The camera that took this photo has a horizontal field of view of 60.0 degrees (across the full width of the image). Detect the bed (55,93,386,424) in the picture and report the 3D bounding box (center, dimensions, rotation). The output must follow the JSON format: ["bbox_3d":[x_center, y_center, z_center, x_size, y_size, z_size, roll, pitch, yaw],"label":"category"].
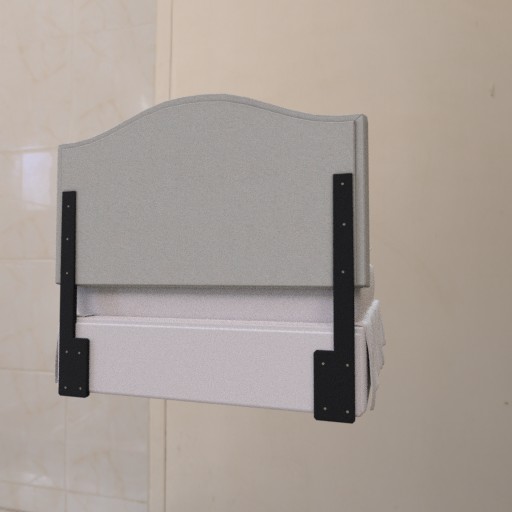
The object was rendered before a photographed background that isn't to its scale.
[{"bbox_3d":[0.000,0.000,3.288,1.813,1.607,2.180,-1,-2,17],"label":"bed"}]
